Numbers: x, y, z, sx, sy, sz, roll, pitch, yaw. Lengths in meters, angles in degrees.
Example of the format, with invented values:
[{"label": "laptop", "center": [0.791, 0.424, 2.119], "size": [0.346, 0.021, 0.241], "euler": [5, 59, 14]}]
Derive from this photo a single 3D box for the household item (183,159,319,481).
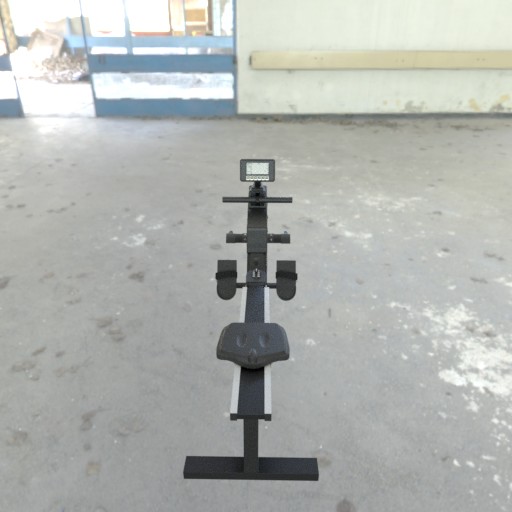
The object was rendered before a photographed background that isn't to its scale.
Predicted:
[{"label": "household item", "center": [0.000, 0.000, 2.535], "size": [0.521, 0.810, 2.251], "euler": [0, 27, 1]}]
